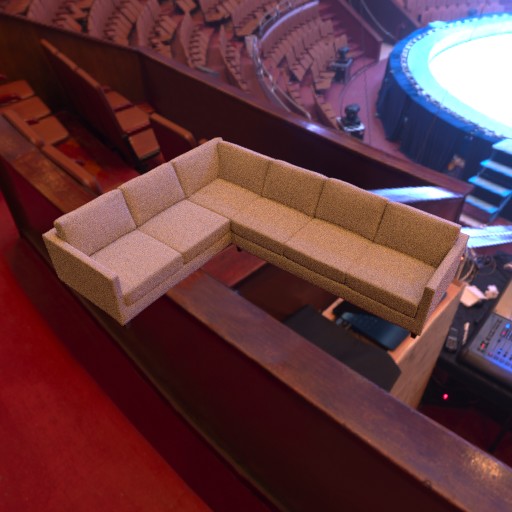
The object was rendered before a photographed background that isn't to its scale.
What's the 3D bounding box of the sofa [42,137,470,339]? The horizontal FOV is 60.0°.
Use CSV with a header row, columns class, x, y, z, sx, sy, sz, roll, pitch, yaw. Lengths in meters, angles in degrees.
class,x,y,z,sx,sy,sz,roll,pitch,yaw
sofa,0.000,0.000,4.263,3.182,0.863,2.432,26,47,28
